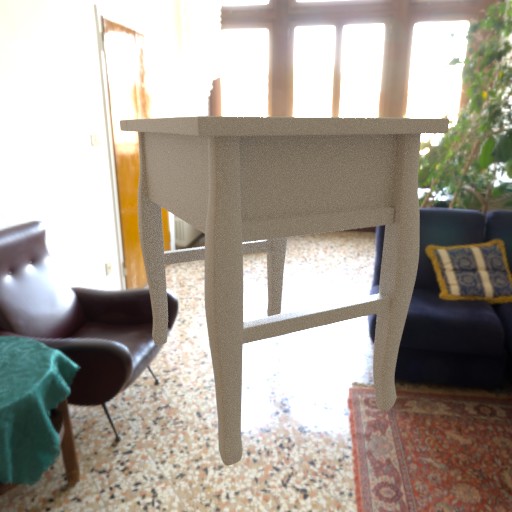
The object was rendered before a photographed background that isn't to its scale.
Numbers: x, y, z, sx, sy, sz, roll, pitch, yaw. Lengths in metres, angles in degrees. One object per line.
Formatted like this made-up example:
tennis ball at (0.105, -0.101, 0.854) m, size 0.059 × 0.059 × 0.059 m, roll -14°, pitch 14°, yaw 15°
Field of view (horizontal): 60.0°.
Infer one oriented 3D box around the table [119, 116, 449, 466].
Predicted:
table at (0.000, 0.000, 1.020) m, size 0.463 × 0.605 × 0.599 m, roll -8°, pitch 18°, yaw -25°
